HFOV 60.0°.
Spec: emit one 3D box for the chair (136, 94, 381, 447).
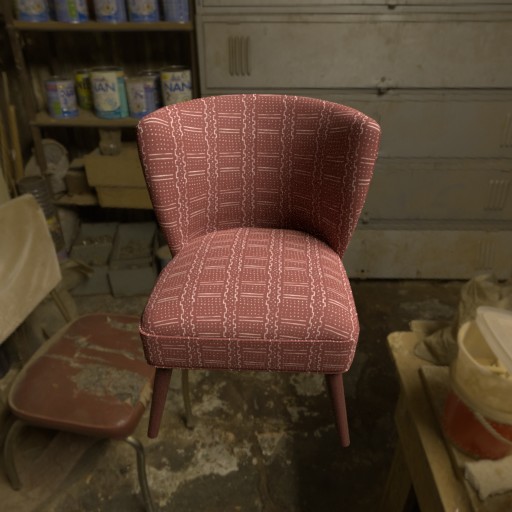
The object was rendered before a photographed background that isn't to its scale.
[{"bbox_3d":[0.000,0.000,1.429,0.706,0.866,0.758,1,31,2],"label":"chair"}]
